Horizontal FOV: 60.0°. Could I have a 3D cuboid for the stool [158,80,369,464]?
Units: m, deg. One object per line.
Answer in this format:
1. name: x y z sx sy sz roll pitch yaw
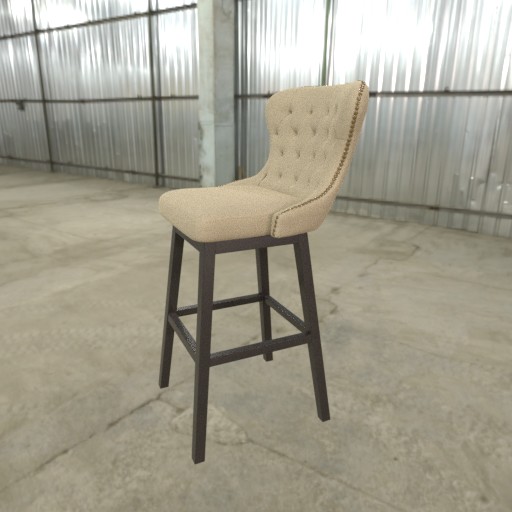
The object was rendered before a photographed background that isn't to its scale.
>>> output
1. stool: 0.000 0.000 1.446 0.605 1.066 0.528 -8 19 -24
